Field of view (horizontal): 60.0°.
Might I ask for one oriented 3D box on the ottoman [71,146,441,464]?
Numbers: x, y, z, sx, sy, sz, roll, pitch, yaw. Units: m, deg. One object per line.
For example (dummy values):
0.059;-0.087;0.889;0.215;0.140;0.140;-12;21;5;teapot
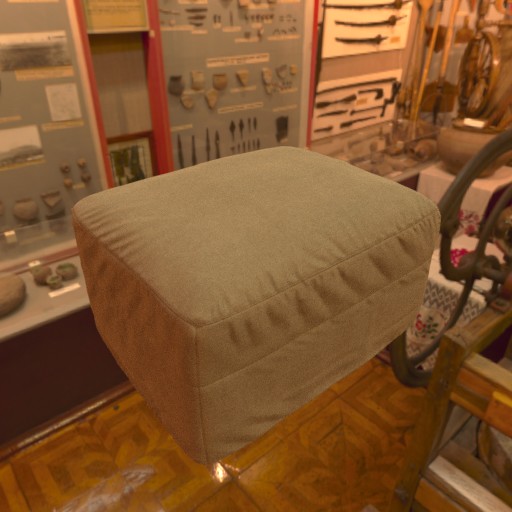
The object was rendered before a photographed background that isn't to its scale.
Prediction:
0.000;0.000;1.266;0.837;0.481;0.683;-22;37;-33;ottoman
